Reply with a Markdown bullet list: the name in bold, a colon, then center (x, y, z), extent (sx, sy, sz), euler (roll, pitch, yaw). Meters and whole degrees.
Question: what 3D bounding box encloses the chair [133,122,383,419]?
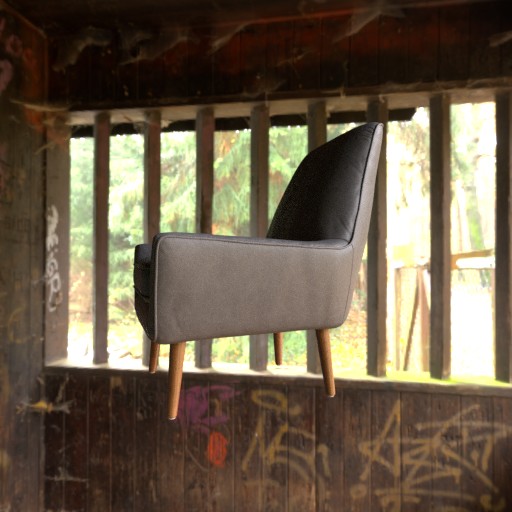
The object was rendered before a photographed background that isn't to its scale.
- **chair**: center (0.000, 0.000, 1.556), extent (0.822, 0.888, 0.787), euler (0, -1, -19)
